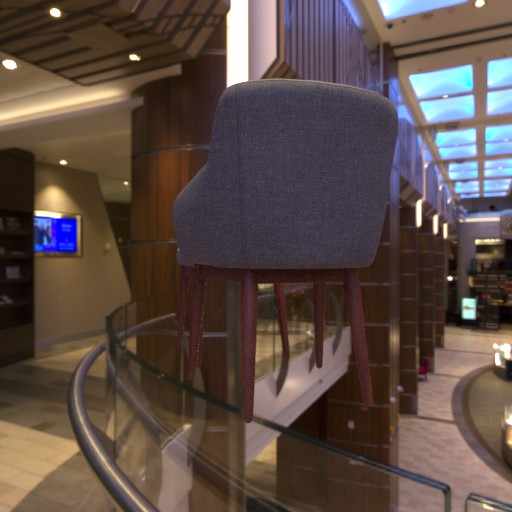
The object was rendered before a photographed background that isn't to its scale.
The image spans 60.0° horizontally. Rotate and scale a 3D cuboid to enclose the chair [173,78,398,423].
[{"bbox_3d":[0.000,0.000,1.522,0.584,0.799,1.107,0,0,-19],"label":"chair"}]
